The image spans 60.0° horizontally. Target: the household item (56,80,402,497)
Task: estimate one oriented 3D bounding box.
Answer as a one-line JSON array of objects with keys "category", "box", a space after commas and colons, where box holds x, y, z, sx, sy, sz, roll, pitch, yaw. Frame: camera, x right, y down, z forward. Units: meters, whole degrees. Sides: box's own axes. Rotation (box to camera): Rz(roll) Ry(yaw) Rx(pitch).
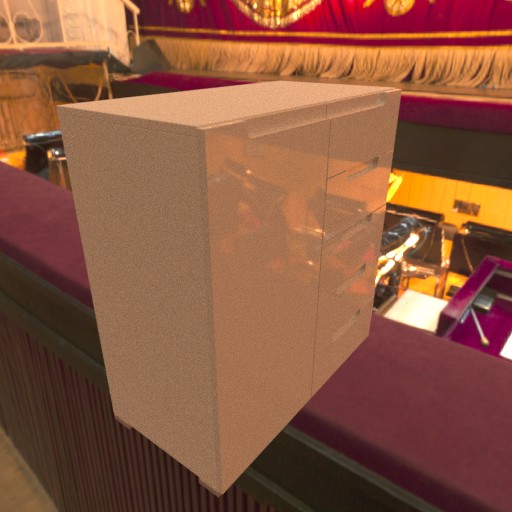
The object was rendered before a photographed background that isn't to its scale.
[{"category": "household item", "box": [0.000, 0.000, 1.270, 0.420, 0.870, 0.800, 19, 32, 33]}]
